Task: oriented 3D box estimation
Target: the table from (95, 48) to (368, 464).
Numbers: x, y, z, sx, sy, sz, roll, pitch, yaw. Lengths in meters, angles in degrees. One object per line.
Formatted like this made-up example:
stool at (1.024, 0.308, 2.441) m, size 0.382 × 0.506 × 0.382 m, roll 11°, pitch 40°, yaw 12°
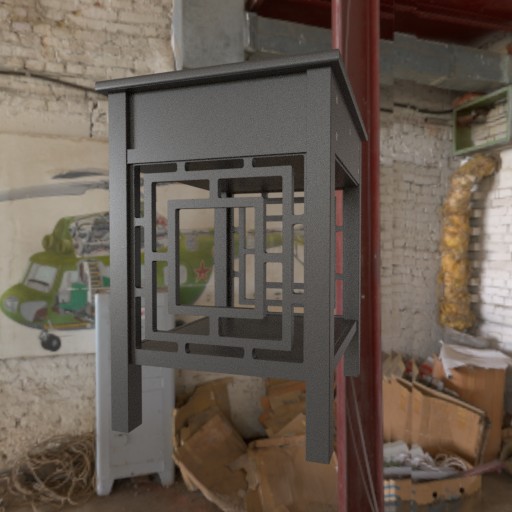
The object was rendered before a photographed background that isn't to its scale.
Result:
table at (0.000, 0.000, 1.013) m, size 0.451 × 0.646 × 0.564 m, roll 1°, pitch 2°, yaw 18°
